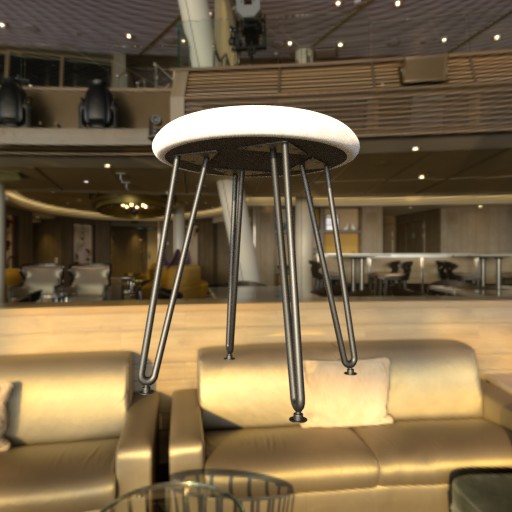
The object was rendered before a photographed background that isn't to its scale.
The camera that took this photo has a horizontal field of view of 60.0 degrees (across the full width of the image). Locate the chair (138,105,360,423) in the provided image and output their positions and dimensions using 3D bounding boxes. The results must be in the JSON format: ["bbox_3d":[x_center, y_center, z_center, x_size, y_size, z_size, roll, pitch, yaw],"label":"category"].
[{"bbox_3d":[0.000,0.000,0.677,0.350,0.386,0.350,0,0,-18],"label":"chair"}]
